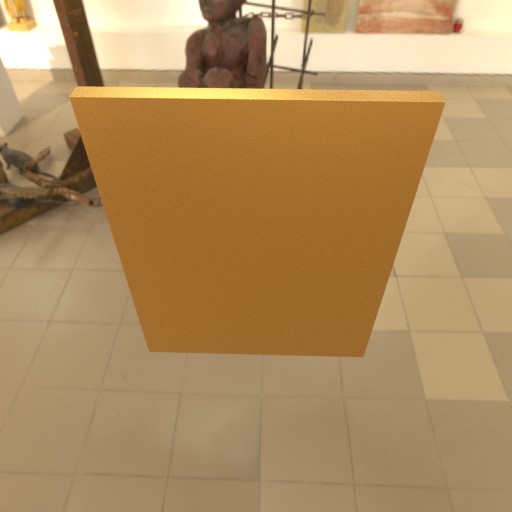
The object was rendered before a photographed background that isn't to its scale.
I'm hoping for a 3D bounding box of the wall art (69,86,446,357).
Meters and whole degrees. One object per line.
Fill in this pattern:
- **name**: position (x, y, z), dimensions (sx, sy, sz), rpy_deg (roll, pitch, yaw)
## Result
- **wall art**: position (0.000, 0.000, 1.002), dimensions (0.610, 0.762, 0.038), rpy_deg (1, 46, 1)
